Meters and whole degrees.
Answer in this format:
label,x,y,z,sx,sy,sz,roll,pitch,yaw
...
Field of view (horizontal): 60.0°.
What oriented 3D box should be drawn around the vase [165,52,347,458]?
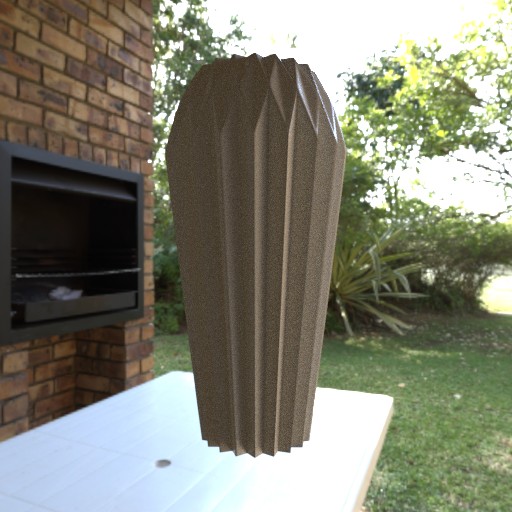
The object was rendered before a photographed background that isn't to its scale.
label,x,y,z,sx,sy,sz,roll,pitch,yaw
vase,0.000,0.000,0.329,0.133,0.263,0.133,0,0,0
